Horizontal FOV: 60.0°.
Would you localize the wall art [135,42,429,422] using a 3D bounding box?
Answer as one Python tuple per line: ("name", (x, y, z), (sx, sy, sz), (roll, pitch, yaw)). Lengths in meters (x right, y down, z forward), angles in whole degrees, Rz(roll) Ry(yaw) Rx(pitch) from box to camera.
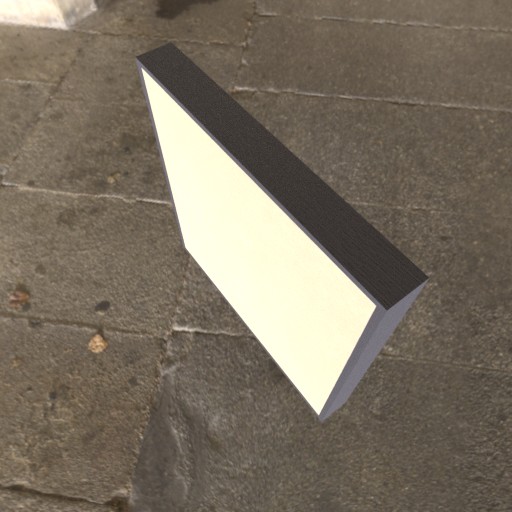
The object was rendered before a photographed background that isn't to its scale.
("wall art", (0.000, 0.000, 0.454), (0.036, 0.300, 0.302), (-32, 63, -19))
